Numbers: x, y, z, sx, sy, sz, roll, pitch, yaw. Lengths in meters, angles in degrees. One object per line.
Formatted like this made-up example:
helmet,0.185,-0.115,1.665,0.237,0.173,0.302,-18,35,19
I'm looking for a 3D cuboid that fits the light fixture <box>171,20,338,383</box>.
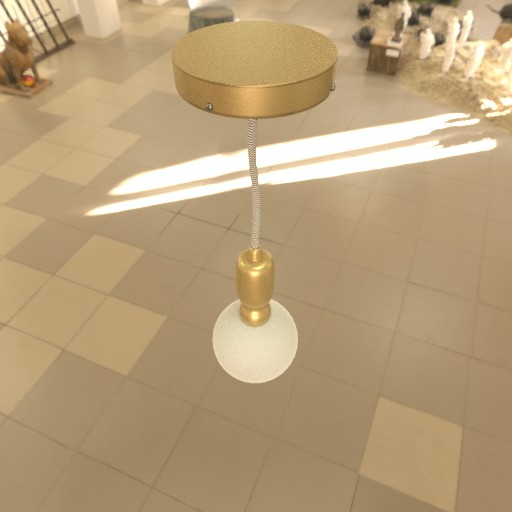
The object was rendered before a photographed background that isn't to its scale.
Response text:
light fixture,0.000,0.000,0.564,0.146,0.510,0.147,17,48,16
